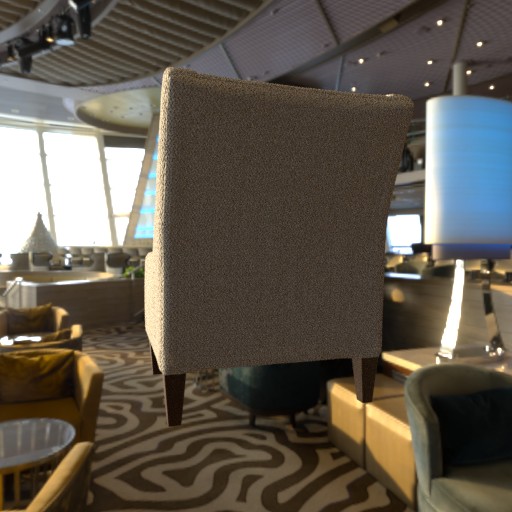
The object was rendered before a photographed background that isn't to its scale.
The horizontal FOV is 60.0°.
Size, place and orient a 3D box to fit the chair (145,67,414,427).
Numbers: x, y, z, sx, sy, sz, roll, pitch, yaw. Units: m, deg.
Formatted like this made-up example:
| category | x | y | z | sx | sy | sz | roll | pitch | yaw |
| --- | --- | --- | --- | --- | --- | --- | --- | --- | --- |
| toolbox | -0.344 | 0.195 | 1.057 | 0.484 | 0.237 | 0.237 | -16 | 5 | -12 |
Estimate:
| category | x | y | z | sx | sy | sz | roll | pitch | yaw |
| --- | --- | --- | --- | --- | --- | --- | --- | --- | --- |
| chair | 0.000 | 0.000 | 1.651 | 0.774 | 1.014 | 0.870 | 0 | 1 | -18 |
